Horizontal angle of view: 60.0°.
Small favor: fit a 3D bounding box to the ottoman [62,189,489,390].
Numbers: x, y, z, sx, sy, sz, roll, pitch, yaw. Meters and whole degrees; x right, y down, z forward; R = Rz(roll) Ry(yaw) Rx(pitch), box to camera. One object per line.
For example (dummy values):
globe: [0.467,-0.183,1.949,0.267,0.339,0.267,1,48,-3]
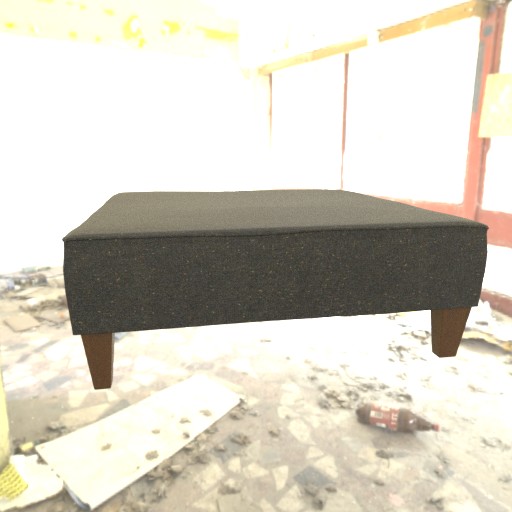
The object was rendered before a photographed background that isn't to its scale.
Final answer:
ottoman: [0.000,0.000,1.492,1.004,0.382,0.968,-3,14,-10]
